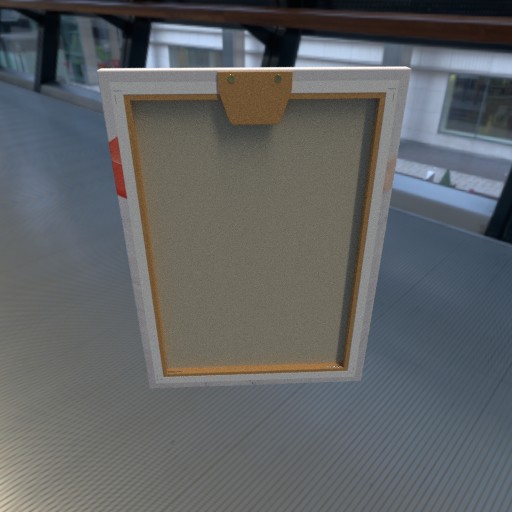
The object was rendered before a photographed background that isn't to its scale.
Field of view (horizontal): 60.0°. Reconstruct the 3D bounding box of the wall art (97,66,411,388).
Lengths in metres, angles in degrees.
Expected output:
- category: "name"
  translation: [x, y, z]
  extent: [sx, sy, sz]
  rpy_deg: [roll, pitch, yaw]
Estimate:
- category: "wall art"
  translation: [0.000, 0.000, 1.081]
  extent: [0.613, 0.848, 0.036]
  rpy_deg: [-1, 30, -2]
